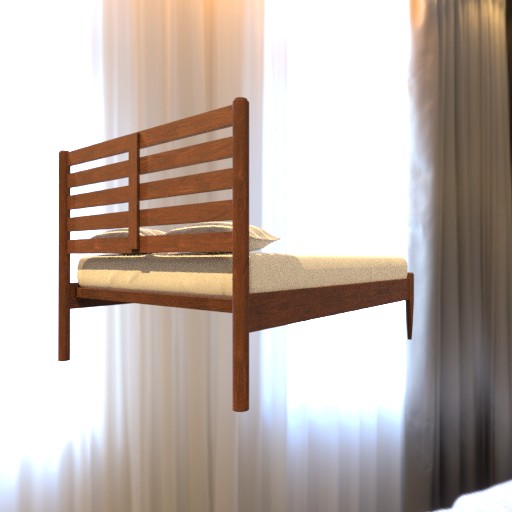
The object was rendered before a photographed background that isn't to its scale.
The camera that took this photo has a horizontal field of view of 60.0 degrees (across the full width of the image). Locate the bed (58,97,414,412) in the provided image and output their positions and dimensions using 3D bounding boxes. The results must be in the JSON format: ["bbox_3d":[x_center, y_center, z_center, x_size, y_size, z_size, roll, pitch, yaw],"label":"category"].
[{"bbox_3d":[0.000,0.000,3.102,1.509,1.304,2.093,0,0,38],"label":"bed"}]
